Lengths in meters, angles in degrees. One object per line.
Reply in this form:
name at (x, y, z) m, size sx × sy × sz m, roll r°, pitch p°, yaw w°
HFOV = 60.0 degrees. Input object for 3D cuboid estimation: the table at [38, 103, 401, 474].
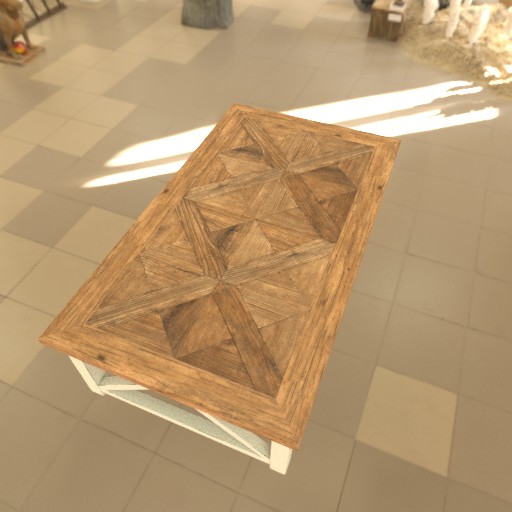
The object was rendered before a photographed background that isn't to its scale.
table at (0.000, 0.000, 1.768) m, size 0.800 × 0.410 × 1.400 m, roll 17°, pitch 51°, yaw 14°
